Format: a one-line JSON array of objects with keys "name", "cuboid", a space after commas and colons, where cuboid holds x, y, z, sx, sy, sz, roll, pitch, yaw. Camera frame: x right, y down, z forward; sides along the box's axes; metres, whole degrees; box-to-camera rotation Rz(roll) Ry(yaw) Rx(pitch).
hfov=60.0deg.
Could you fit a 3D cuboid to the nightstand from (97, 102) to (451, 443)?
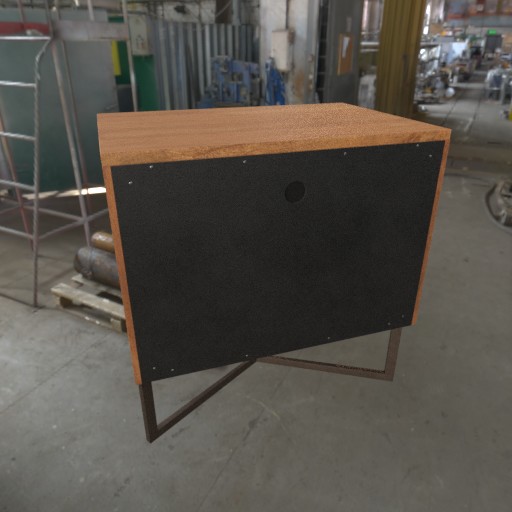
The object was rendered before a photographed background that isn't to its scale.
[{"name": "nightstand", "cuboid": [0.000, 0.000, 1.037, 0.613, 0.615, 0.427, -8, 27, -17]}]
